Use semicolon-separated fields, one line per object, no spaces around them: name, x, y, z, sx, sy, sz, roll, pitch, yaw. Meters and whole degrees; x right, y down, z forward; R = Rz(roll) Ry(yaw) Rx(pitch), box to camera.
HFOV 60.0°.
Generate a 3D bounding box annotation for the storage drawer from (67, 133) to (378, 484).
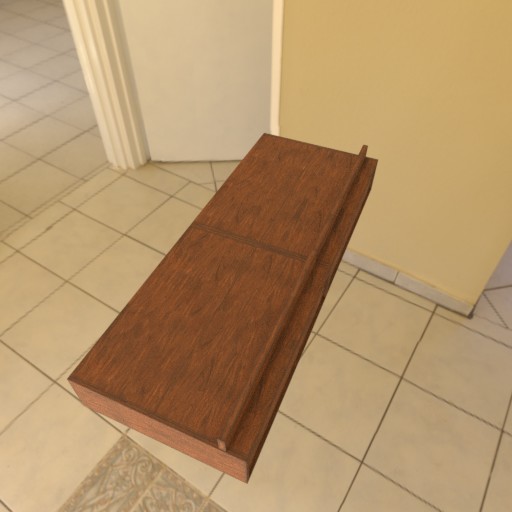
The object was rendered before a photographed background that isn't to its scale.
storage drawer;0.000;0.000;2.251;0.774;0.339;1.914;18;49;16
